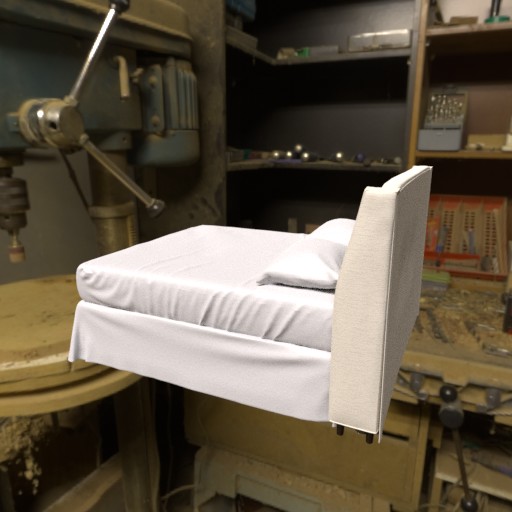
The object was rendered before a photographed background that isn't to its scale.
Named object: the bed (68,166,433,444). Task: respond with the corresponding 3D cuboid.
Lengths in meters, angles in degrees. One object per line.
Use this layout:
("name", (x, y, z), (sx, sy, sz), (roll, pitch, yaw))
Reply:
("bed", (0.000, 0.000, 3.366), (2.276, 1.332, 1.925), (7, 16, 24))
